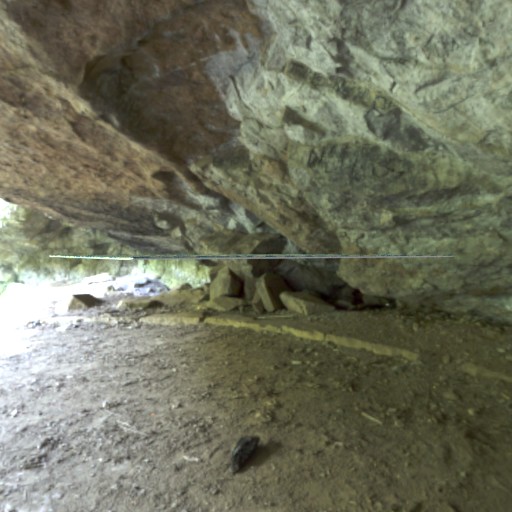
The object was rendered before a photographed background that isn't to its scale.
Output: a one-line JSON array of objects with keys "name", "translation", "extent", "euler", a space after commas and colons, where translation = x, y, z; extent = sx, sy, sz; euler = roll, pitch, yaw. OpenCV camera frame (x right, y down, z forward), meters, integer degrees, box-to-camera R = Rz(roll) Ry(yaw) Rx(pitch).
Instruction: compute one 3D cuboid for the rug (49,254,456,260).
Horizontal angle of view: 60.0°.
[{"name": "rug", "translation": [0.000, 0.000, 2.383], "extent": [1.830, 0.011, 1.209], "euler": [0, 1, -36]}]
